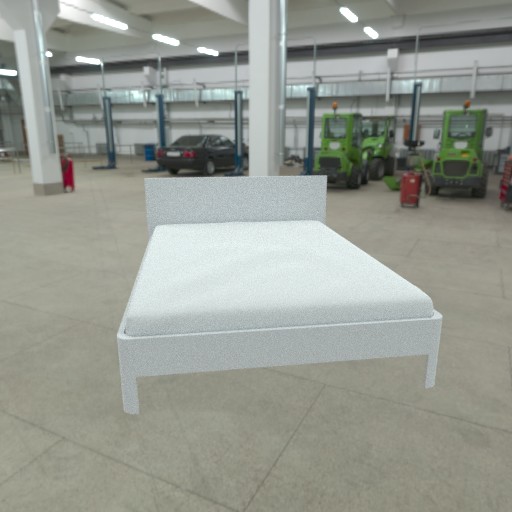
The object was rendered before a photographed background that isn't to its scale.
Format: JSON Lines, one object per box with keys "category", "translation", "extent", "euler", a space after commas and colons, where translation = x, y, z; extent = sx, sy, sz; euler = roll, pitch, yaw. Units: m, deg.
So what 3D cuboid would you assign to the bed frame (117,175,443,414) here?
{"category": "bed frame", "translation": [0.000, 0.000, 2.800], "extent": [1.490, 0.800, 1.950], "euler": [-2, 16, -8]}
